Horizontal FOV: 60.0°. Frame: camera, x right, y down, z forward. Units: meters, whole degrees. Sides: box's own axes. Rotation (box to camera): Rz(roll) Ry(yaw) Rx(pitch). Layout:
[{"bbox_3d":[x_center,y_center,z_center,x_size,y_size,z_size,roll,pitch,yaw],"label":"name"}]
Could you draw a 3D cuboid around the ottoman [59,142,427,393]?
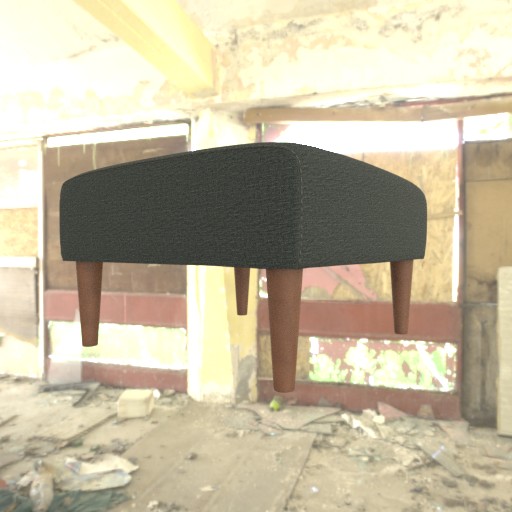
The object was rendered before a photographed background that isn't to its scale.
[{"bbox_3d":[0.000,0.000,1.058,0.649,0.398,0.650,1,2,36],"label":"ottoman"}]
